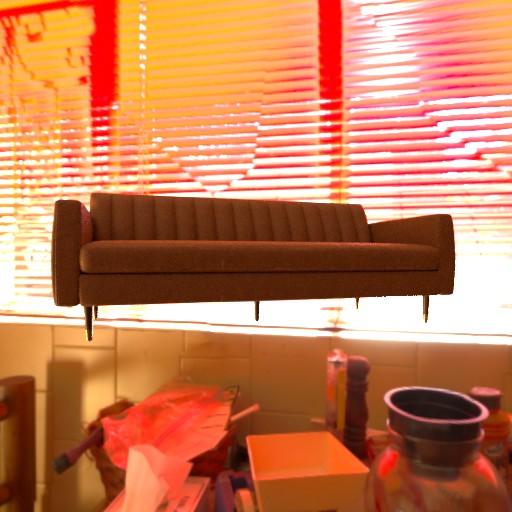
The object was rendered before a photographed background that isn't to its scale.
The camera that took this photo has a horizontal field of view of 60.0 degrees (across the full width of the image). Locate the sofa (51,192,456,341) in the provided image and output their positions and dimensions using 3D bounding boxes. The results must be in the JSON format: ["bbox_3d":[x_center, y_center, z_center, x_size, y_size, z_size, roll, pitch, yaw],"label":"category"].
[{"bbox_3d":[0.000,0.000,2.777,2.291,0.821,0.990,0,0,-18],"label":"sofa"}]
